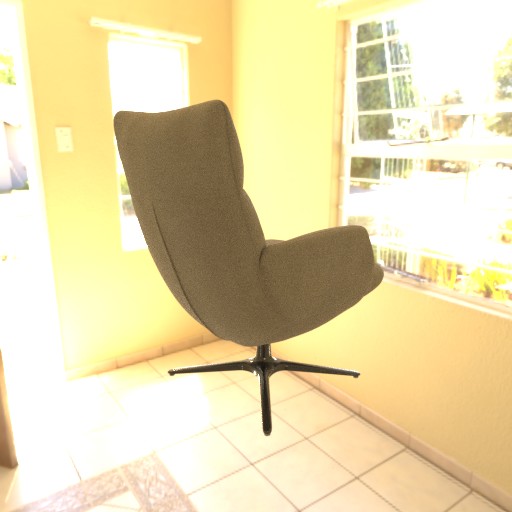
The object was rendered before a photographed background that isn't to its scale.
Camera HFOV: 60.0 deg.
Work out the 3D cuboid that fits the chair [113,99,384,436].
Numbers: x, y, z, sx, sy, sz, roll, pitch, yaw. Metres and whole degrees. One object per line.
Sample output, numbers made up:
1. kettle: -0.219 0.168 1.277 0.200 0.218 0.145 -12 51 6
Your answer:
1. chair: 0.000 0.000 1.641 0.889 1.016 0.711 -14 20 -43
